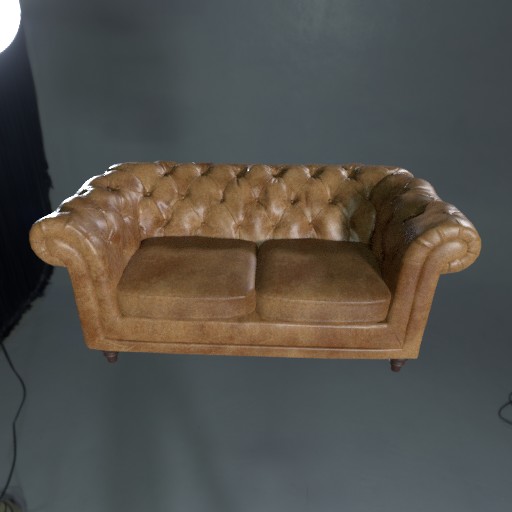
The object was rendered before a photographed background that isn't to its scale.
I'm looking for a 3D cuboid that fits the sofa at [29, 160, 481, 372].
[{"bbox_3d":[0.000,0.000,2.486,1.979,0.877,1.042,1,29,2],"label":"sofa"}]
